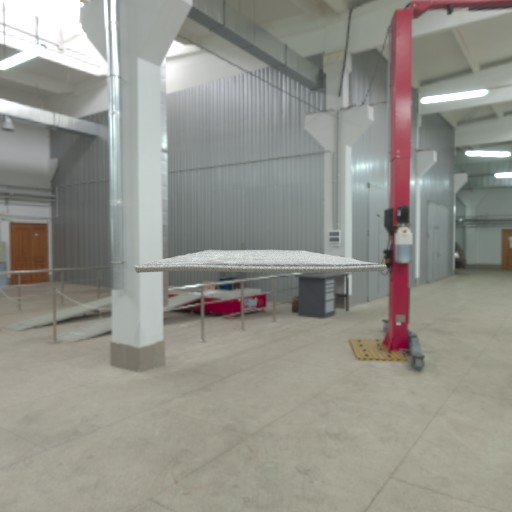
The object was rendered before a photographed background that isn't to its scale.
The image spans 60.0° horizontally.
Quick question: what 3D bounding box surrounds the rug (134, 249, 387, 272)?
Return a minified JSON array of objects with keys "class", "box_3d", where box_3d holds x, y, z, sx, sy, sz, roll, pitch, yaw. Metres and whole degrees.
[{"class":"rug","box_3d":[0.000,0.000,2.637,0.832,0.035,2.381,0,2,-1]}]
